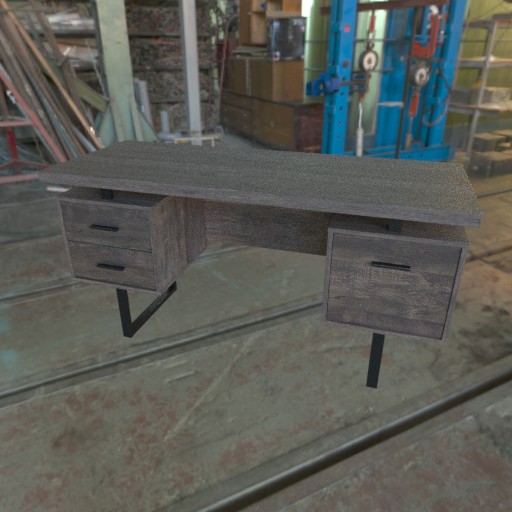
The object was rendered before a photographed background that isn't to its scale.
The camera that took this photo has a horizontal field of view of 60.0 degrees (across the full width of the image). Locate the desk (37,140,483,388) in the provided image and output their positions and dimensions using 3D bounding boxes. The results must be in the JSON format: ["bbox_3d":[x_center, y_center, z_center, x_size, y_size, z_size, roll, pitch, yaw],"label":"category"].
[{"bbox_3d":[0.000,0.000,1.872,1.524,0.760,0.600,8,27,16],"label":"desk"}]
